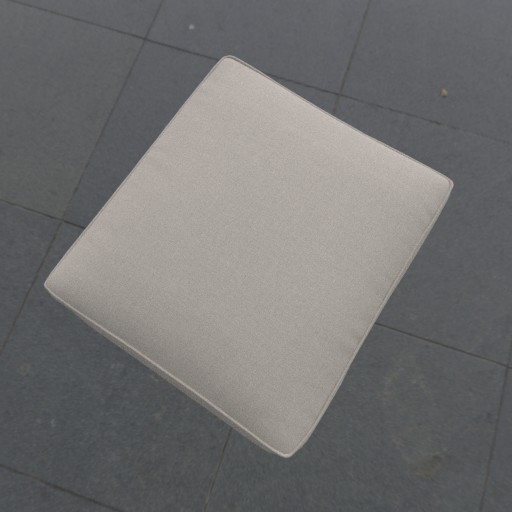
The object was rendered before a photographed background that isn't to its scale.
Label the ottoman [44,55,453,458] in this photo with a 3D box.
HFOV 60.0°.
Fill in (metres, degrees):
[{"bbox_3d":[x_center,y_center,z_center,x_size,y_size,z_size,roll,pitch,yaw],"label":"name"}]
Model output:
[{"bbox_3d":[0.000,0.000,1.133,0.662,0.505,0.716,33,78,8],"label":"ottoman"}]
